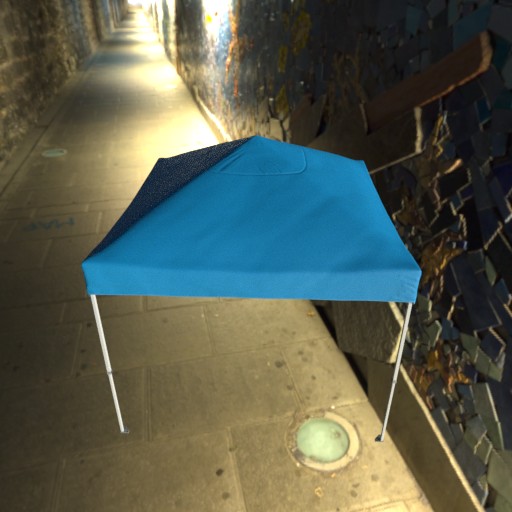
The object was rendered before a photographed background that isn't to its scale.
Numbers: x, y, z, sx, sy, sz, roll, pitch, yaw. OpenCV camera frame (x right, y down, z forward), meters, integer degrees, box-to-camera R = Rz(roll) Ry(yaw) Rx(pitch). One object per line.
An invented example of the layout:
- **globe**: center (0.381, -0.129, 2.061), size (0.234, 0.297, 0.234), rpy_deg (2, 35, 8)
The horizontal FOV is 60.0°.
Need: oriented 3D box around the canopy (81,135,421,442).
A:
- **canopy**: center (0.000, 0.000, 5.506), size (2.996, 2.997, 2.998), rpy_deg (1, 30, 2)
